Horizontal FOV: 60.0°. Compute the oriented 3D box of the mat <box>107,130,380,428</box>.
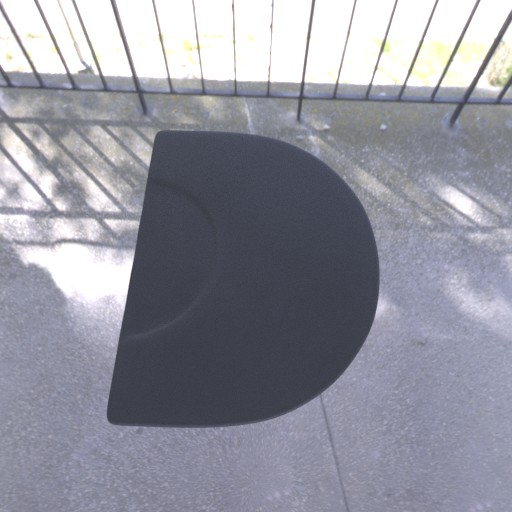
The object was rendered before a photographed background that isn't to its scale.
[{"bbox_3d":[0.000,0.000,1.660,0.917,0.016,1.220,2,63,1],"label":"mat"}]
